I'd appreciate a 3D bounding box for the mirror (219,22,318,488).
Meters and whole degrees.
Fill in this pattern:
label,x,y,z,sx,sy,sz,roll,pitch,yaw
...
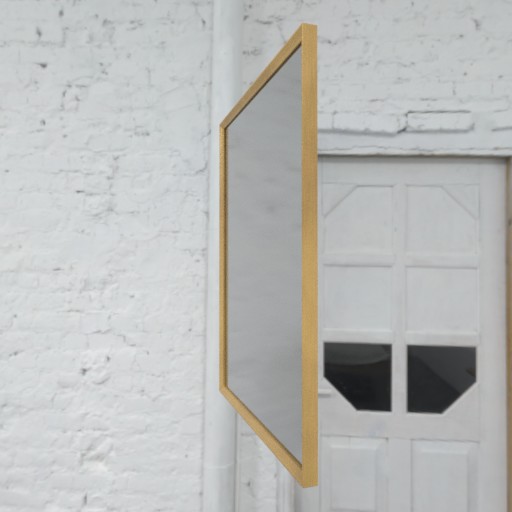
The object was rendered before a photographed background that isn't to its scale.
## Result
label,x,y,z,sx,sy,sz,roll,pitch,yaw
mirror,0.000,0.000,1.334,0.041,1.016,0.762,0,-1,-18
